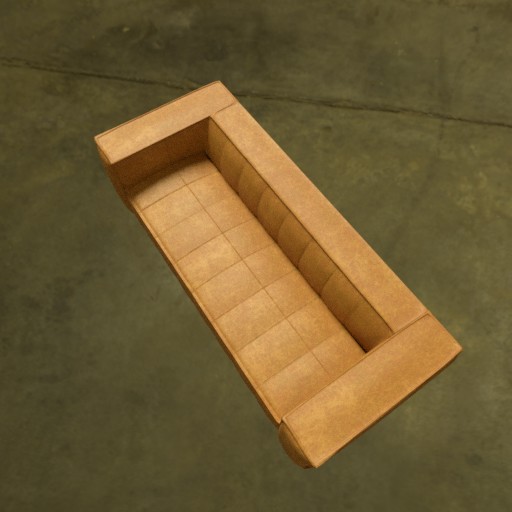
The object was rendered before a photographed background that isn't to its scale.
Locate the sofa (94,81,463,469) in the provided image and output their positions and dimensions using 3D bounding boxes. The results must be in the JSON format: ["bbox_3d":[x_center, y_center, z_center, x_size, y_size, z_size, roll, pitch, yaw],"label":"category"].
[{"bbox_3d":[0.000,0.000,3.060,1.102,0.701,2.581,-31,67,-15],"label":"sofa"}]
